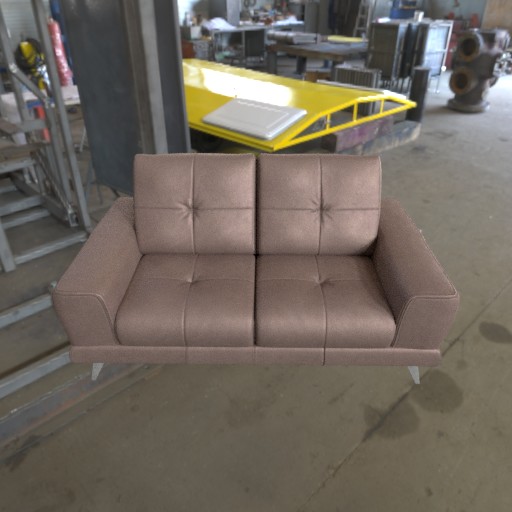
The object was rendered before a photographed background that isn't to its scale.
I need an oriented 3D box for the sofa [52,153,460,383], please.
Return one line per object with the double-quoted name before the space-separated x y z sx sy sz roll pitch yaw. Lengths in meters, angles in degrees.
"sofa" 0.000 0.000 2.356 1.806 0.907 1.018 0 32 1
